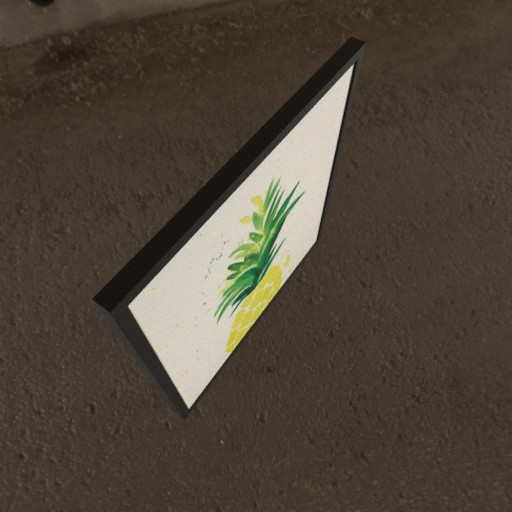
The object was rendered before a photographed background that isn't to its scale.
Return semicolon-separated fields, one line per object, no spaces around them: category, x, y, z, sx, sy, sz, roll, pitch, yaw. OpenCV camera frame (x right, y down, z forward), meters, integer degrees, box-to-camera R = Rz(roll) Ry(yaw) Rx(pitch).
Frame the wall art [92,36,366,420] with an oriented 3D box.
wall art;0.000;0.000;1.112;0.037;0.760;0.762;31;64;17
